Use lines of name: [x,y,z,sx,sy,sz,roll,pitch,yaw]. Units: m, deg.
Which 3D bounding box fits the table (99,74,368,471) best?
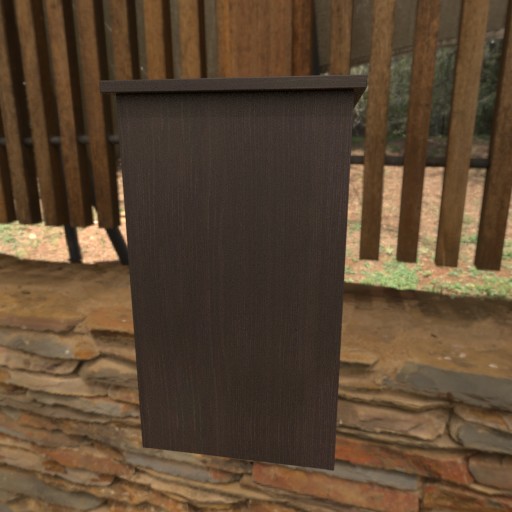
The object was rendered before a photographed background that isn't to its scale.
table: [0.000,0.000,0.923,0.381,0.635,0.480,3,15,10]
